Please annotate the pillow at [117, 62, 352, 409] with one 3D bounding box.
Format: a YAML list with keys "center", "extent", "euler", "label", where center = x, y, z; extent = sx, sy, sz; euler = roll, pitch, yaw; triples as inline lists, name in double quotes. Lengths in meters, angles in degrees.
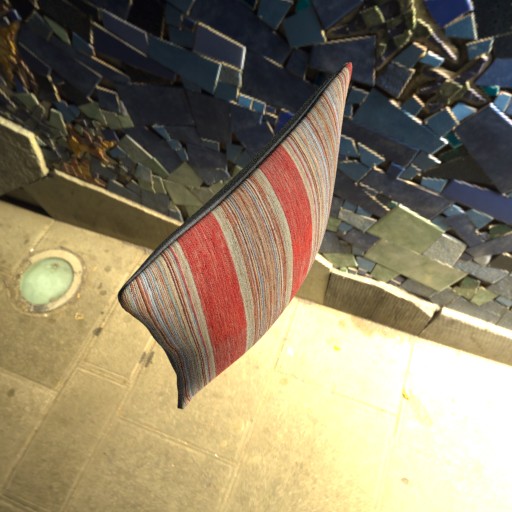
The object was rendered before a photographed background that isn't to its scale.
- center: [0.000, 0.000, 0.666]
  extent: [0.136, 0.419, 0.437]
  euler: [31, 63, 18]
  label: "pillow"
